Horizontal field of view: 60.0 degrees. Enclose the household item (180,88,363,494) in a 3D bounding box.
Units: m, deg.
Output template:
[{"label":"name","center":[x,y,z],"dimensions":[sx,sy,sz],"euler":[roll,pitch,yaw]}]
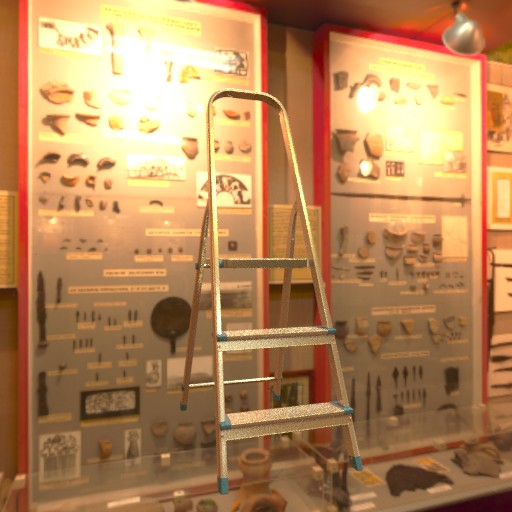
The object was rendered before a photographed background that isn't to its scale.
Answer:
[{"label":"household item","center":[0.000,0.000,1.517],"dimensions":[0.420,1.215,0.687],"euler":[0,0,-18]}]
